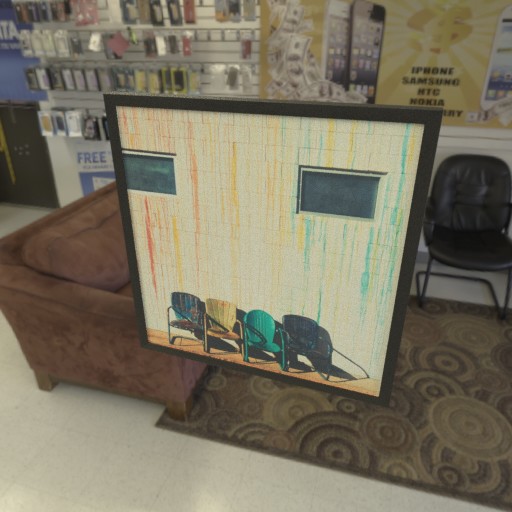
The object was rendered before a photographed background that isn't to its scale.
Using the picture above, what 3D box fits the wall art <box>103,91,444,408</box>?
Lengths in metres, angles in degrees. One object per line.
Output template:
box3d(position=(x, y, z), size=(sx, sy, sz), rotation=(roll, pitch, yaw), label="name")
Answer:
box3d(position=(0.000, 0.000, 1.136), size=(0.763, 0.763, 0.039), rotation=(9, 28, 17), label="wall art")
